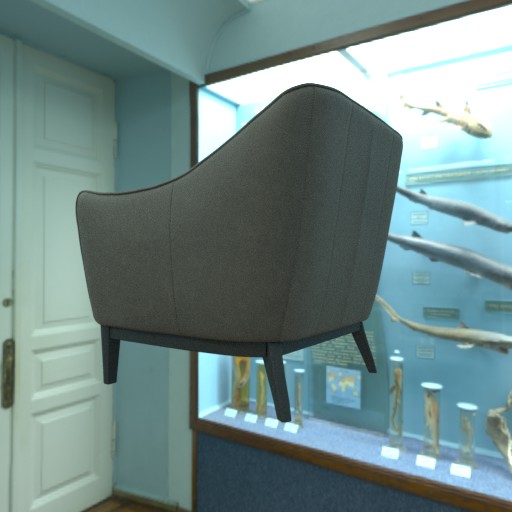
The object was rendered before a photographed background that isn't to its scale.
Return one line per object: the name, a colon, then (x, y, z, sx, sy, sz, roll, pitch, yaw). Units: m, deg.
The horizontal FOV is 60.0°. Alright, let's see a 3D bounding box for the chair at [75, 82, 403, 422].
chair: (0.000, 0.000, 1.523, 0.852, 0.830, 0.871, 0, -1, 36)
